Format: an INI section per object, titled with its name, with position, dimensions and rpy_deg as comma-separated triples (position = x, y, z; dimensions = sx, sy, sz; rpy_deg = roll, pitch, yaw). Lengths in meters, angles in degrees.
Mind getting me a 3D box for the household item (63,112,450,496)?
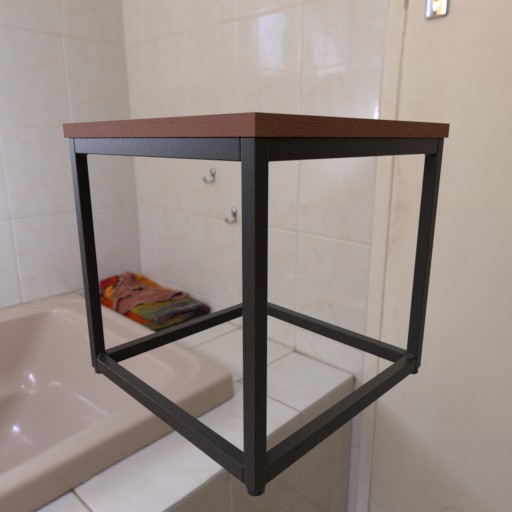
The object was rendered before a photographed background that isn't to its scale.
[household item]
position = 0.000, 0.000, 0.698
dimensions = 0.400, 0.400, 0.400
rpy_deg = -14, 20, -43
